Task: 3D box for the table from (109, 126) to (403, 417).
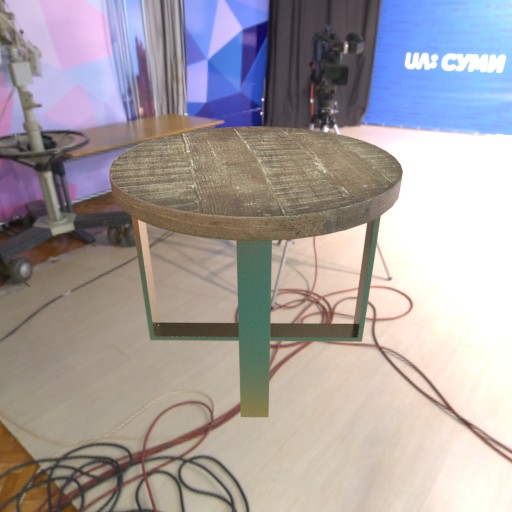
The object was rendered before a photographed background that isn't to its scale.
[{"bbox_3d":[0.000,0.000,0.980,0.557,0.437,0.557,0,29,0],"label":"table"}]
